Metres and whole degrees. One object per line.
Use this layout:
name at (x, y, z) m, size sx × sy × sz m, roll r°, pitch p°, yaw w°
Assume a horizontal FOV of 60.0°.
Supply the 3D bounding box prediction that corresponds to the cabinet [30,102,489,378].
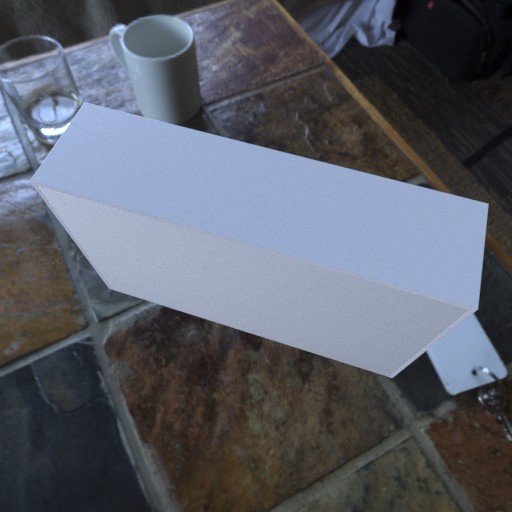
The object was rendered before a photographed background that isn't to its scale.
cabinet at (0.000, 0.000, 1.844) m, size 1.450 × 0.900 × 0.380 m, roll 16°, pitch 64°, yaw 8°
